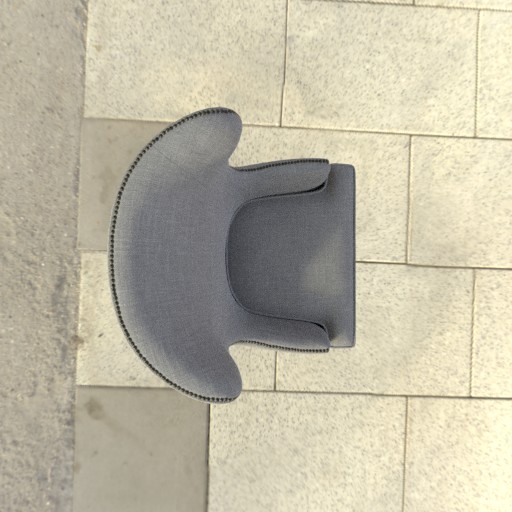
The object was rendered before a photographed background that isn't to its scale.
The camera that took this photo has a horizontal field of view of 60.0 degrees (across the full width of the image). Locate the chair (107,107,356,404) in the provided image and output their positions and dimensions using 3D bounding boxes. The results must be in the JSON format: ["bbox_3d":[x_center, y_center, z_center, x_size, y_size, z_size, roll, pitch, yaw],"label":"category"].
[{"bbox_3d":[0.000,0.000,1.846,0.883,1.176,0.864,0,90,-1],"label":"chair"}]
